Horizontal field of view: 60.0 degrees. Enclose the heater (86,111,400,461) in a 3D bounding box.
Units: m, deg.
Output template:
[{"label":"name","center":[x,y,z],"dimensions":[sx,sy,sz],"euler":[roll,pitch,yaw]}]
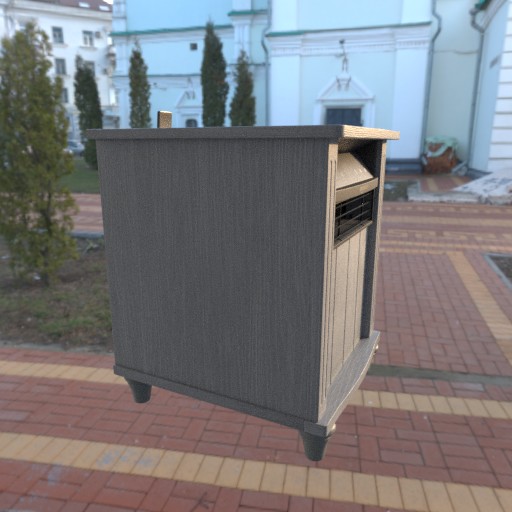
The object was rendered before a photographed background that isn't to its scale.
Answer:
[{"label":"heater","center":[0.000,0.000,0.756],"dimensions":[0.400,0.481,0.362],"euler":[7,16,26]}]
